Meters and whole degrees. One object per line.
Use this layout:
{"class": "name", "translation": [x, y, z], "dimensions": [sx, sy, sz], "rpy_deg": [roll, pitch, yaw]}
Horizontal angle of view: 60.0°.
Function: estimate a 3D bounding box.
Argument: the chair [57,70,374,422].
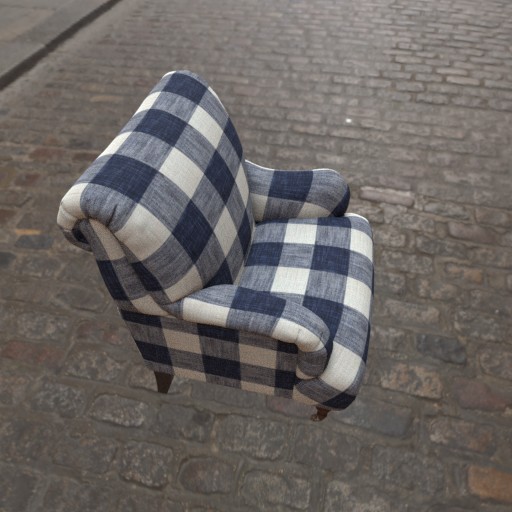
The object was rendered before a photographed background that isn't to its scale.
{"class": "chair", "translation": [0.000, 0.000, 1.541], "dimensions": [0.848, 0.953, 0.781], "rpy_deg": [9, 47, 8]}
